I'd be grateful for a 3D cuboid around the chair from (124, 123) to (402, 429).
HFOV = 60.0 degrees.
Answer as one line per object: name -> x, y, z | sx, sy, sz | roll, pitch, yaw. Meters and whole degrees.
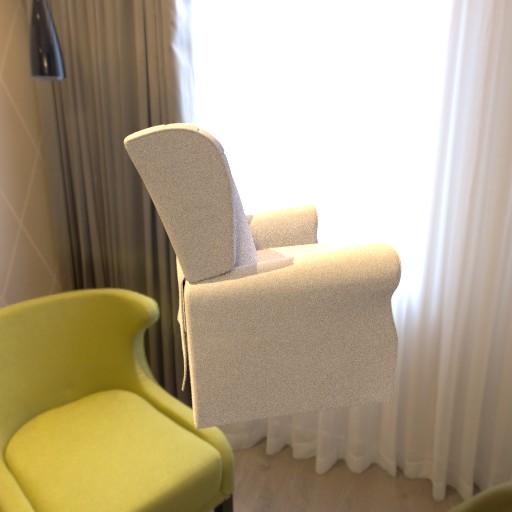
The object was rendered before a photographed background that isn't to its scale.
chair -> 0.000, 0.000, 1.703 | 0.854, 0.967, 0.906 | -3, 16, -11
